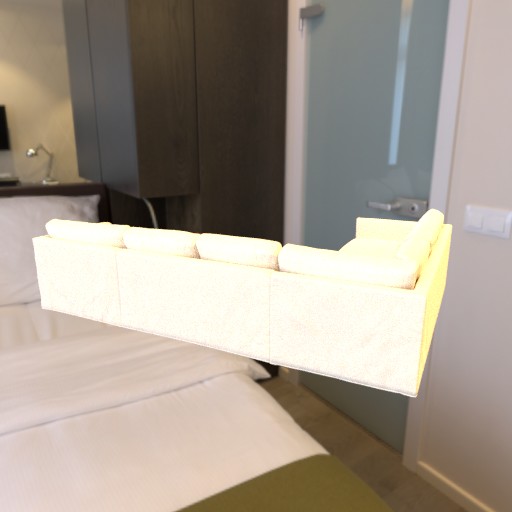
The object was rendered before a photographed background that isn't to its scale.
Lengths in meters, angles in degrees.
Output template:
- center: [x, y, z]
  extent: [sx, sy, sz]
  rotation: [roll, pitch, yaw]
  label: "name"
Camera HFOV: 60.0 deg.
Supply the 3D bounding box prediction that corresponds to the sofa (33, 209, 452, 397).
- center: [0.000, 0.000, 4.456]
  extent: [3.460, 0.882, 2.427]
  rotation: [7, 17, 25]
  label: "sofa"
